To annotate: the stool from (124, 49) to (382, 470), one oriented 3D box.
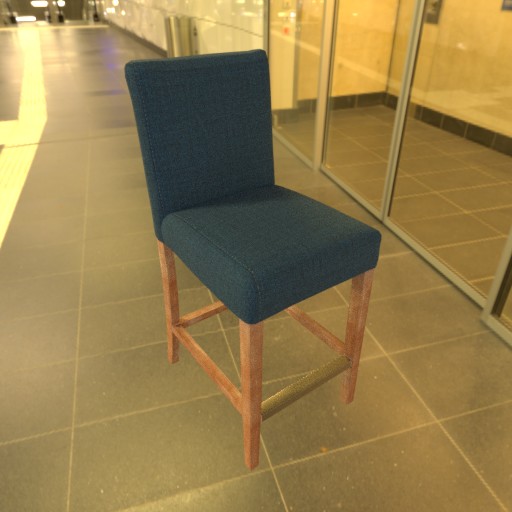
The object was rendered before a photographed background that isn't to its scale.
[{"bbox_3d":[0.000,0.000,1.302,0.454,1.039,0.567,-21,37,-30],"label":"stool"}]
